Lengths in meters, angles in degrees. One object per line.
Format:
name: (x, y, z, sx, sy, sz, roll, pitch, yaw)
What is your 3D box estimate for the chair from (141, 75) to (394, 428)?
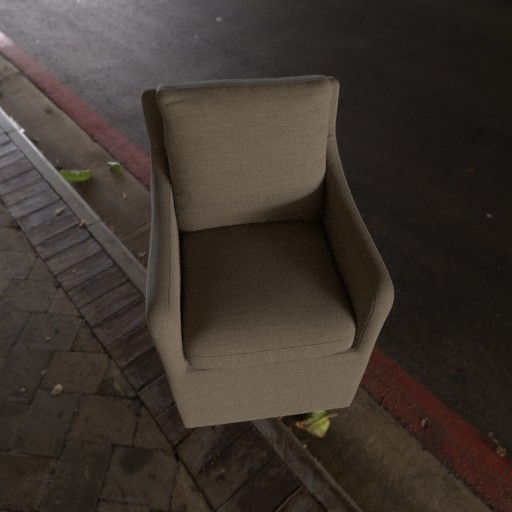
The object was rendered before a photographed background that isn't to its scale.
chair: (0.000, 0.000, 1.382, 0.626, 0.914, 0.694, -6, 47, -5)
